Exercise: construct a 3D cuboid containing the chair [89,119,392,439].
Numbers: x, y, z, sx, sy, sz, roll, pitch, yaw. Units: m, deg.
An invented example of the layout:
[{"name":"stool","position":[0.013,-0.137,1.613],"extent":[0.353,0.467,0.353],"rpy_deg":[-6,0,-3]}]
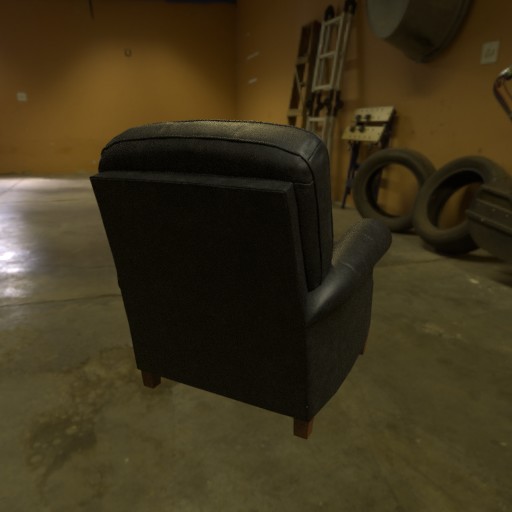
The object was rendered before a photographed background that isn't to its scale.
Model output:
[{"name":"chair","position":[0.000,0.000,1.741],"extent":[0.936,1.018,0.986],"rpy_deg":[8,18,26]}]
